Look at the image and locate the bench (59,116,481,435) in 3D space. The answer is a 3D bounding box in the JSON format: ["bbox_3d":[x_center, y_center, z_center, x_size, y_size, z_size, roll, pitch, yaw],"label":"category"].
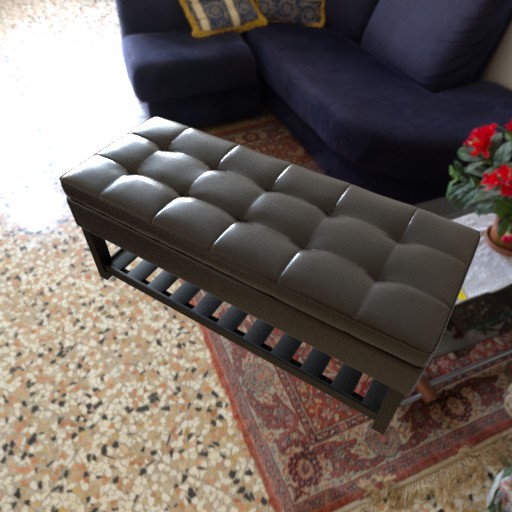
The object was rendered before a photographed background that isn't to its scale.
[{"bbox_3d":[0.000,0.000,1.355,1.105,0.460,0.432,25,51,21],"label":"bench"}]
